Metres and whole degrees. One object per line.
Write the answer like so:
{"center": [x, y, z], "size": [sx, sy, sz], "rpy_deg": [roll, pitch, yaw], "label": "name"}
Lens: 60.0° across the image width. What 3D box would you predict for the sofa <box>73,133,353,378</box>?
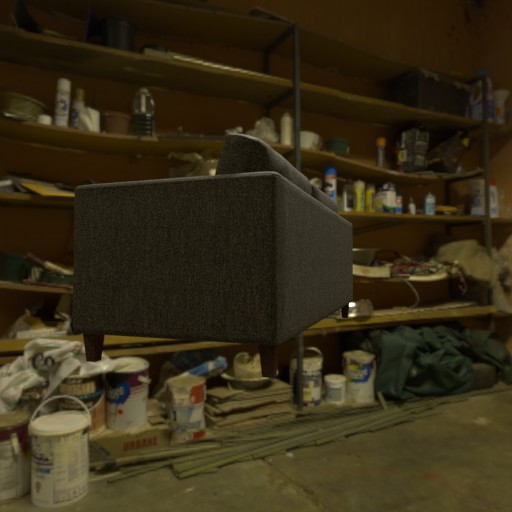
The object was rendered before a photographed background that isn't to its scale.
{"center": [0.000, 0.000, 2.777], "size": [0.948, 0.960, 2.208], "rpy_deg": [0, -1, 19], "label": "sofa"}
